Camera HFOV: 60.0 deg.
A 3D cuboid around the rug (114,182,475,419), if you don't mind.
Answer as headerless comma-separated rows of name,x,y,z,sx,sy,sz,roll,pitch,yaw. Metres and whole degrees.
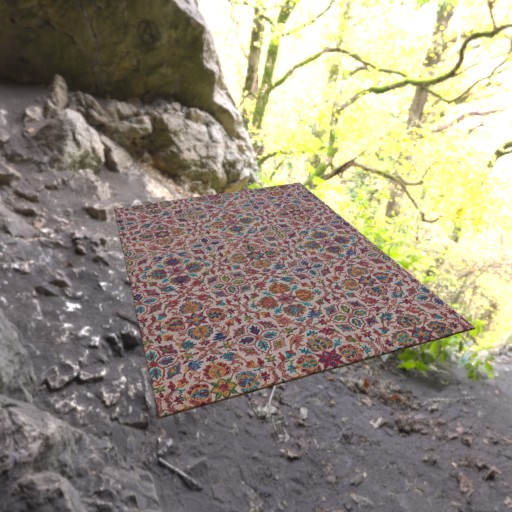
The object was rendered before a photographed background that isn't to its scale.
rug,0.000,0.000,4.355,2.446,0.020,3.215,-11,33,-17
